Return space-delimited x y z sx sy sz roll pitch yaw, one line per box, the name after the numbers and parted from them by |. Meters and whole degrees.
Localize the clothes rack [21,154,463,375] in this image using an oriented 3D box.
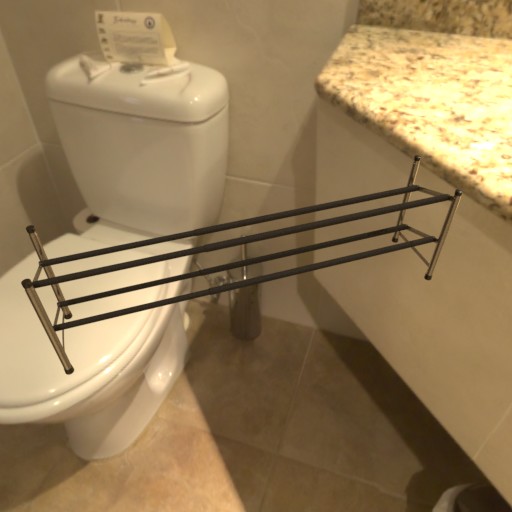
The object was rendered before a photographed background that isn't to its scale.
0.000 0.000 1.306 1.168 0.349 0.229 -13 43 -14 | clothes rack
